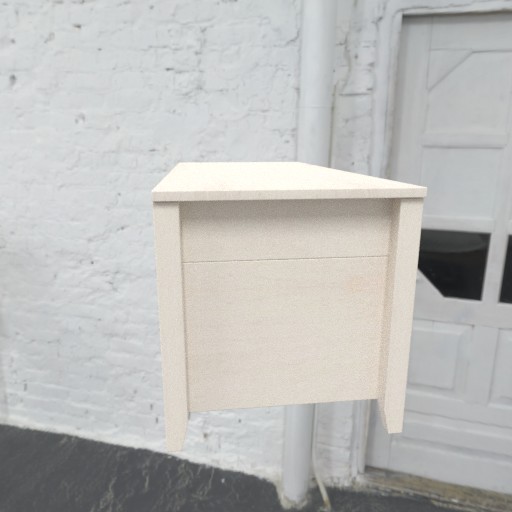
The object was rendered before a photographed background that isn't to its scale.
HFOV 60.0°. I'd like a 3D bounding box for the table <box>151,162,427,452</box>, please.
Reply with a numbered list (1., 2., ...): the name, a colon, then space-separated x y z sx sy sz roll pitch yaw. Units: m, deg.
1. table: 0.000 0.000 1.268 0.457 0.483 1.016 -2 14 -7
